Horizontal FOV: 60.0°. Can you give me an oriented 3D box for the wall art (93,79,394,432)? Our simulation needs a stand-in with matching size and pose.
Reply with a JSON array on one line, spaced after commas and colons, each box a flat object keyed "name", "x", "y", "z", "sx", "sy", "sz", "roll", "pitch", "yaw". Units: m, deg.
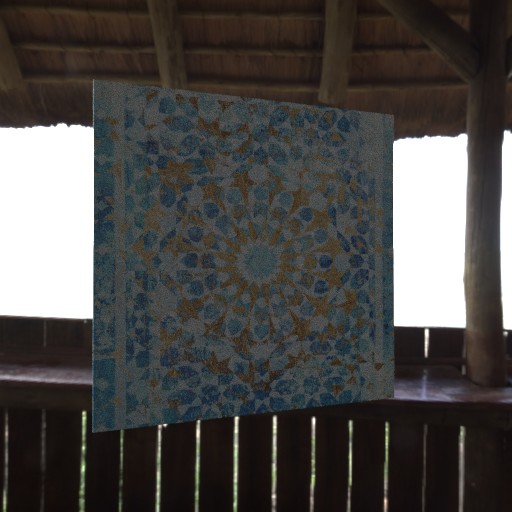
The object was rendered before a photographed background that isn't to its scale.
[{"name": "wall art", "x": 0.000, "y": 0.000, "z": 0.588, "sx": 0.405, "sy": 0.405, "sz": 0.037, "roll": 0, "pitch": 0, "yaw": -18}]
